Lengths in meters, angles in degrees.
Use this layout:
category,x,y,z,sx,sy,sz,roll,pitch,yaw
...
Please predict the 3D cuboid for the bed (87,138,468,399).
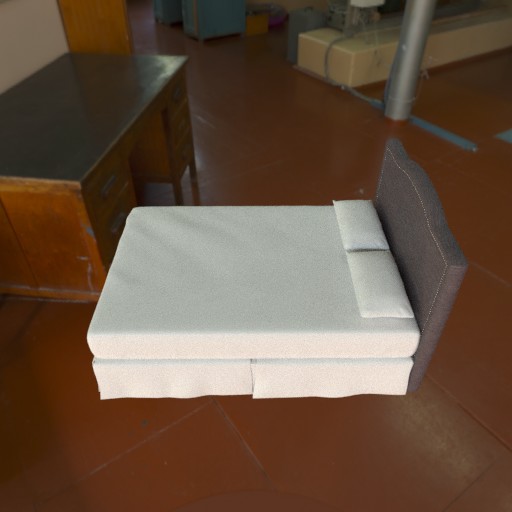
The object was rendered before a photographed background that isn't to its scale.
category,x,y,z,sx,sy,sz,roll,pitch,yaw
bed,0.000,0.000,3.629,2.507,1.441,1.741,0,40,0
